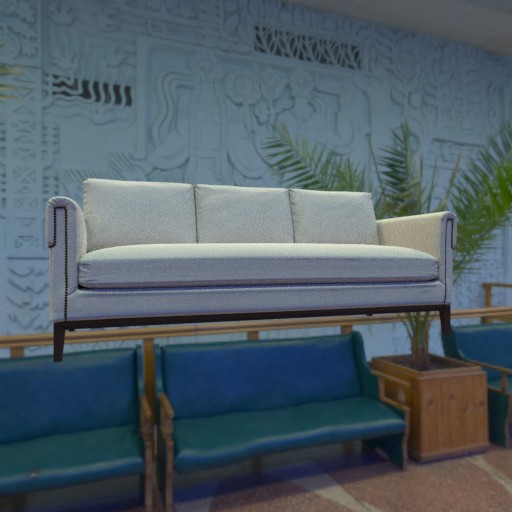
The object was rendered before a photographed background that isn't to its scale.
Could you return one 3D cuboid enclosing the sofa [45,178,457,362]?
[{"bbox_3d":[0.000,0.000,2.635,2.198,0.911,0.902,0,0,-19],"label":"sofa"}]
